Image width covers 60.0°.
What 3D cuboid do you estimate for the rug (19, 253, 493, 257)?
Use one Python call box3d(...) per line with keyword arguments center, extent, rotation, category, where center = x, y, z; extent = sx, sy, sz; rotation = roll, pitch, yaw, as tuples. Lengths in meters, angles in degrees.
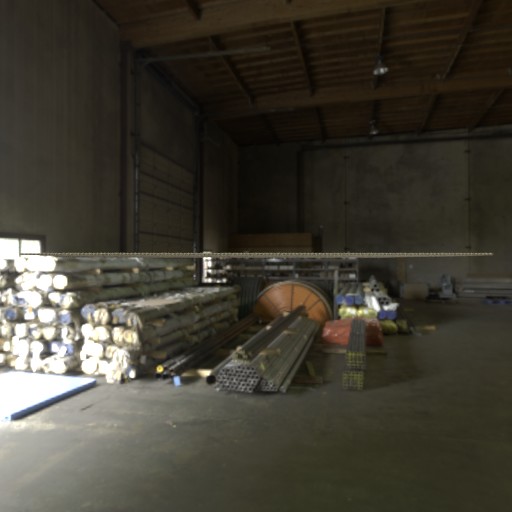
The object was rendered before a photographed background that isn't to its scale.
box3d(center=(0.000, 0.000, 4.048), extent=(3.048, 0.013, 2.438), rotation=(0, -1, -1), category="rug")
